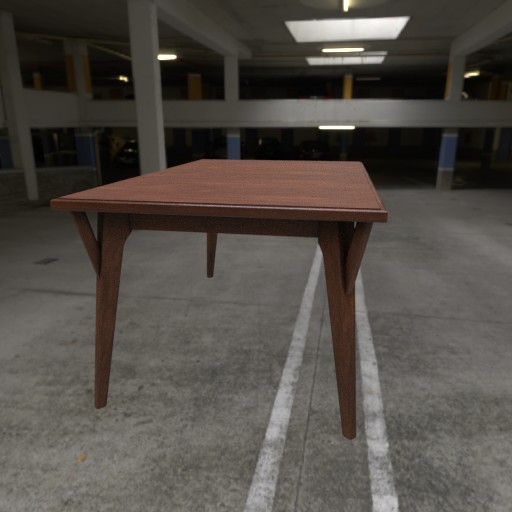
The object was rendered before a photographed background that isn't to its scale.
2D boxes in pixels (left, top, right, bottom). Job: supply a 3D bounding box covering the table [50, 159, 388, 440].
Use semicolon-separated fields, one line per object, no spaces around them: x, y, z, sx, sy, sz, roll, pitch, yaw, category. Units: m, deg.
0.000;0.000;2.081;0.990;0.761;1.524;3;17;10;table
